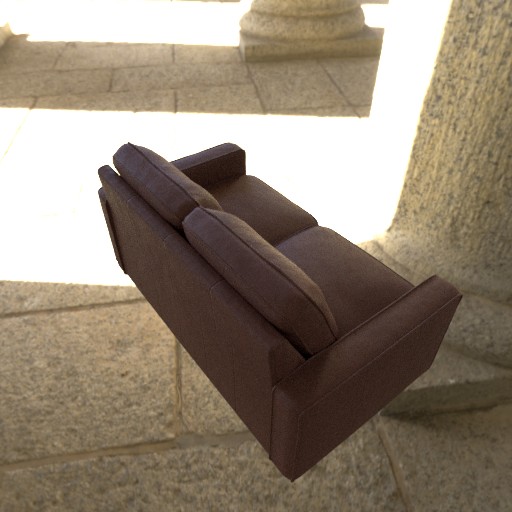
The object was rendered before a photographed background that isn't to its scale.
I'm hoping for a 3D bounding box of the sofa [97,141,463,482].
[{"bbox_3d":[0.000,0.000,2.237,0.947,0.918,1.709,-27,48,-27],"label":"sofa"}]
